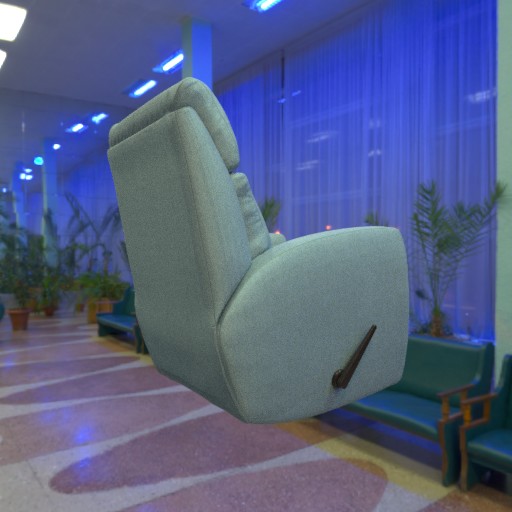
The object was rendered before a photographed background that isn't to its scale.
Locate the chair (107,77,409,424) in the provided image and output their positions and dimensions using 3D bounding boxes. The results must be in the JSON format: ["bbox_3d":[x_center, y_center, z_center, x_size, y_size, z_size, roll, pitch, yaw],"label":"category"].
[{"bbox_3d":[0.000,0.000,1.654,0.940,1.013,0.812,-1,1,-35],"label":"chair"}]
